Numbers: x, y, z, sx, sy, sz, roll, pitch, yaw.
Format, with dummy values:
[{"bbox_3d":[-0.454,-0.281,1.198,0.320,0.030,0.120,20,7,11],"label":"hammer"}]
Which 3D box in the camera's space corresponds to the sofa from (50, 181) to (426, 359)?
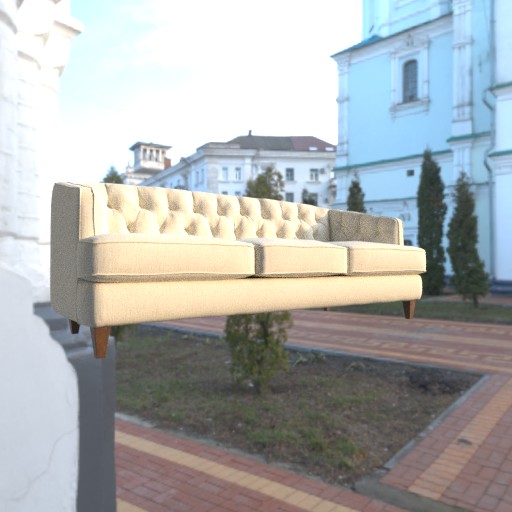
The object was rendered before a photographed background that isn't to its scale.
[{"bbox_3d":[0.000,0.000,2.720,2.278,0.855,0.941,1,-1,-37],"label":"sofa"}]
